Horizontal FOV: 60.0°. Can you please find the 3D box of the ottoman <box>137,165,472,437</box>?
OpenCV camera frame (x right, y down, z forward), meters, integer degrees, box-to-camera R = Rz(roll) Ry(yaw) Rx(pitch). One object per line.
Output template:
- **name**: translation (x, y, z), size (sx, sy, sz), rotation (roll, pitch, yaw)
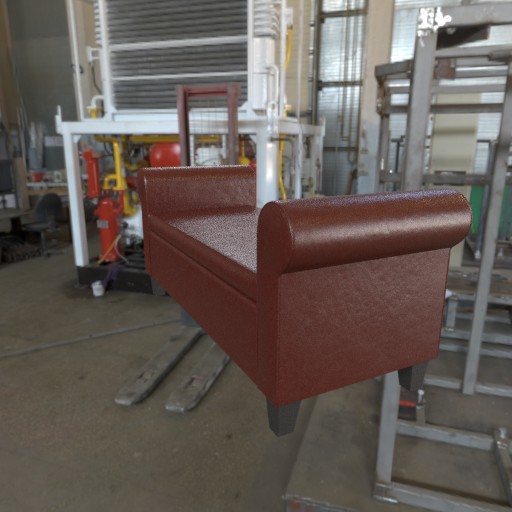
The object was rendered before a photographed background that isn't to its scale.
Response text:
- **ottoman**: translation (0.000, 0.000, 1.524), size (0.521, 0.547, 1.256), rotation (-8, 17, -26)
